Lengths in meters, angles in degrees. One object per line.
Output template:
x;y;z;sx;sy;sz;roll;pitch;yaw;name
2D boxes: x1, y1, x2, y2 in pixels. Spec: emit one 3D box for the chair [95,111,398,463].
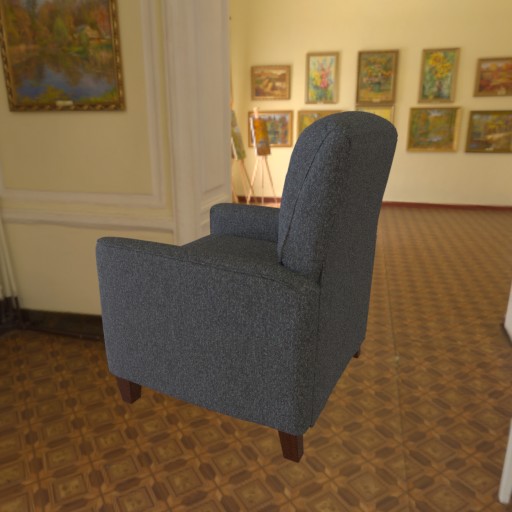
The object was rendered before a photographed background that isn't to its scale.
0.000;0.000;1.648;0.850;1.016;0.839;8;19;26;chair
